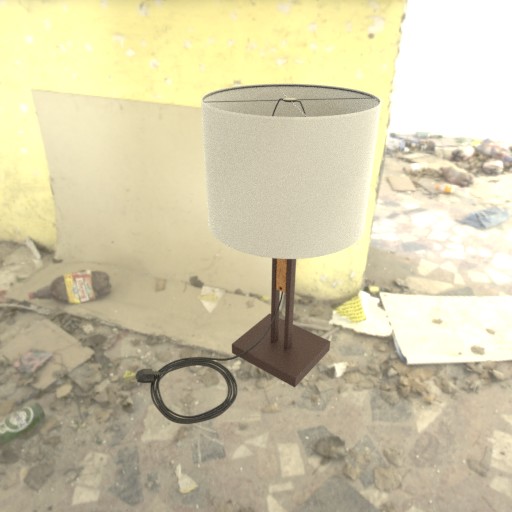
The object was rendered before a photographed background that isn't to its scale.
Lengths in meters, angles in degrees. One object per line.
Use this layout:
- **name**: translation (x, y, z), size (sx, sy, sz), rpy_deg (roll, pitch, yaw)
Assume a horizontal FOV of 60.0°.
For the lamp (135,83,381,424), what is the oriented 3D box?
- **lamp**: translation (0.000, 0.000, 1.005), size (0.396, 0.668, 0.525), rpy_deg (21, 36, 32)
